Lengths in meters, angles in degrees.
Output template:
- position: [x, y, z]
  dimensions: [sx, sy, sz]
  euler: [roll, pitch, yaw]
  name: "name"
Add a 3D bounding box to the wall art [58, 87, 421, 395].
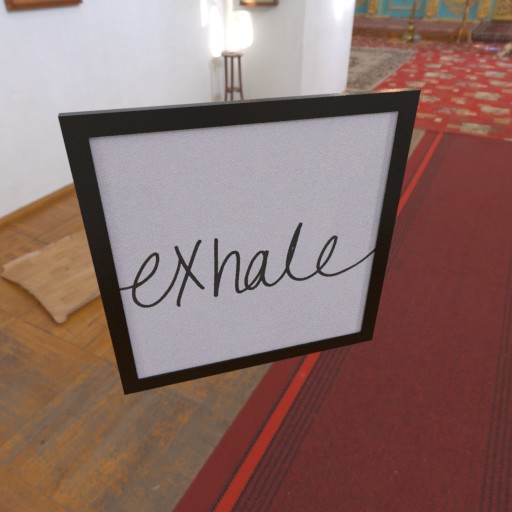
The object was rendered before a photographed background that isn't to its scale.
- position: [0.000, 0.000, 0.652]
  dimensions: [0.446, 0.445, 0.014]
  euler: [-9, 34, -14]
  name: "wall art"
